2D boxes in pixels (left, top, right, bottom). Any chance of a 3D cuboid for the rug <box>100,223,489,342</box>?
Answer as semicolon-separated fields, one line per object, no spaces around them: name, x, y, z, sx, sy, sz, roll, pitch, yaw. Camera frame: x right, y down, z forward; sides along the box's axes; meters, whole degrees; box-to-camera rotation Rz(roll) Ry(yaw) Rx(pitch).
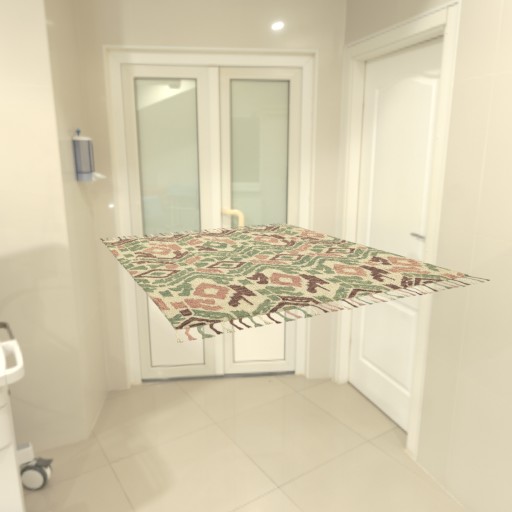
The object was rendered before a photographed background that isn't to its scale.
rug;0.000;0.000;4.112;2.438;0.010;3.048;-7;15;-26
